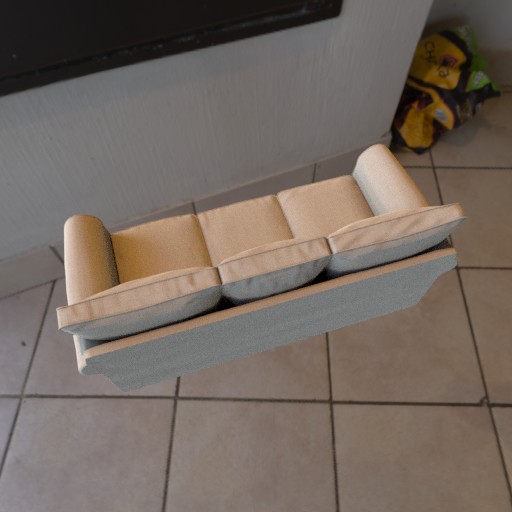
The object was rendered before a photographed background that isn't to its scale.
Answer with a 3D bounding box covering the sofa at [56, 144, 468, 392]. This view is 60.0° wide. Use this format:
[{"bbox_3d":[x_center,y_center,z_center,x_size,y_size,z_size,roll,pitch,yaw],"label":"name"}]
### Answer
[{"bbox_3d":[0.000,0.000,2.626,2.084,0.961,0.916,-15,60,-9],"label":"sofa"}]
